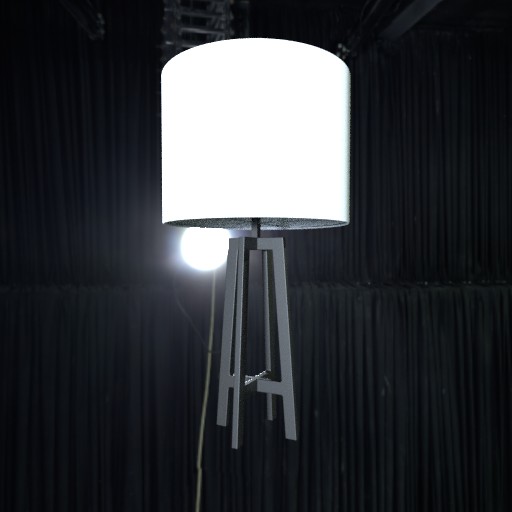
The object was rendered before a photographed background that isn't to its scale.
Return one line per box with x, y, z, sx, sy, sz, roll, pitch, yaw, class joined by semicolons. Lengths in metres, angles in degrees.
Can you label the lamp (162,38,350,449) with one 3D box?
0.000;0.000;0.619;0.257;0.489;0.257;0;0;-19;lamp
